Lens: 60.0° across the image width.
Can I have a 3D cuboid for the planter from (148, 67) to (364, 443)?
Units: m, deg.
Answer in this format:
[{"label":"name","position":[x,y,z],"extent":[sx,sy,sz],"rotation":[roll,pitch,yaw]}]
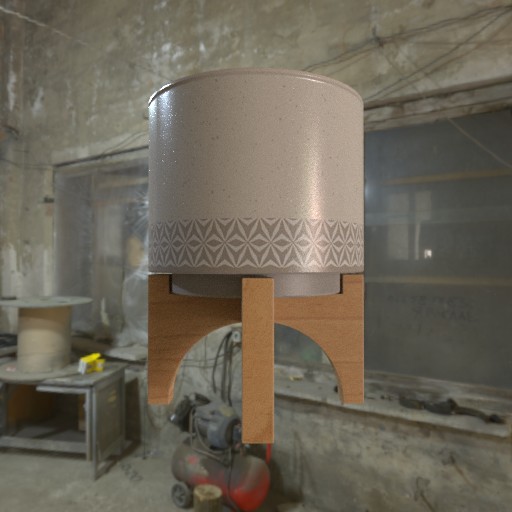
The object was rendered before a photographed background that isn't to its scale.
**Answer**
[{"label":"planter","position":[0.000,0.000,0.274],"extent":[0.130,0.178,0.130],"rotation":[0,-1,0]}]
